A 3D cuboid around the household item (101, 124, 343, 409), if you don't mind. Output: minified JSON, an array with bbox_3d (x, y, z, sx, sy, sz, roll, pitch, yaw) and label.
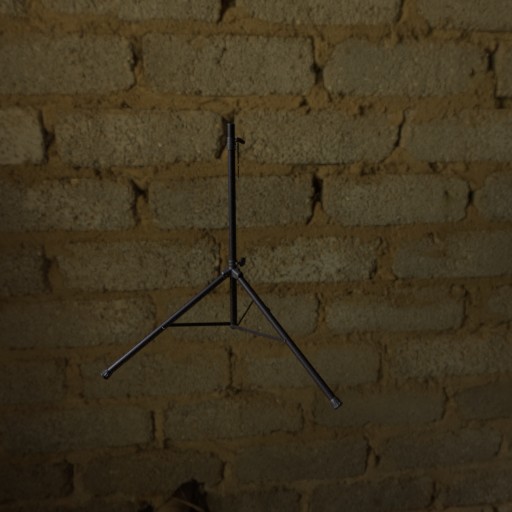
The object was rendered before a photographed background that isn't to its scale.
[{"bbox_3d":[0.000,0.000,2.775,1.596,1.595,1.339,-14,21,-43],"label":"household item"}]
